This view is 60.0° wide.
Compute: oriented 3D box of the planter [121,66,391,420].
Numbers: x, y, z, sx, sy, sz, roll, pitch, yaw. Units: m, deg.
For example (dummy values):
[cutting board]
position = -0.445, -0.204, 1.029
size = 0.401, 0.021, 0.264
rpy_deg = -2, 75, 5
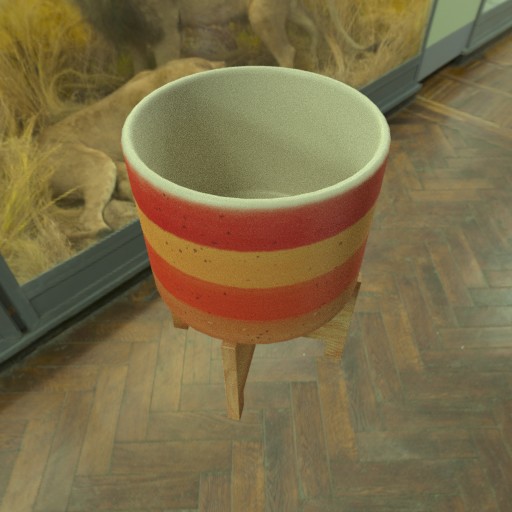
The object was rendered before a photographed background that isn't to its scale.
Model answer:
[planter]
position = 0.000, 0.000, 0.564
size = 0.269, 0.379, 0.269
rpy_deg = 0, 46, 0
